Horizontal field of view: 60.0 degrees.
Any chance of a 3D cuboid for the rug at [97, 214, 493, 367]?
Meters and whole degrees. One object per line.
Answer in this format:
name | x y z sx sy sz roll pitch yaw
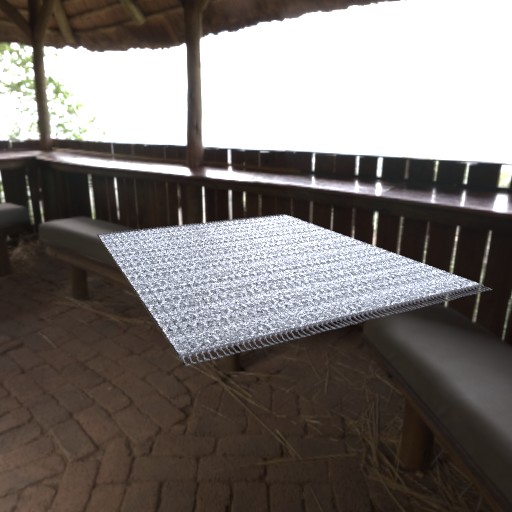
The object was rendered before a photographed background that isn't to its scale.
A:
rug | 0.000 0.000 3.855 2.256 0.013 2.910 -8 19 -26
